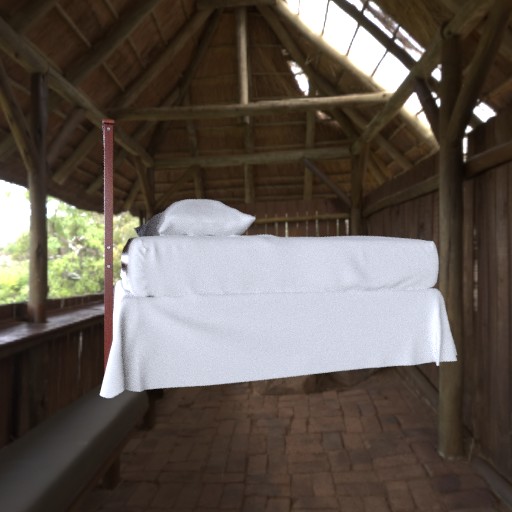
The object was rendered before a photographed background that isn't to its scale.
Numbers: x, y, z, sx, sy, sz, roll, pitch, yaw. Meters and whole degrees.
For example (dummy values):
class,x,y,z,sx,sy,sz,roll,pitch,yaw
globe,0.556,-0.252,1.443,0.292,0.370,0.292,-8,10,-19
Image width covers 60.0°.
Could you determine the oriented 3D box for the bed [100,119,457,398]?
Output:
class,x,y,z,sx,sy,sz,roll,pitch,yaw
bed,0.000,0.000,3.143,2.050,1.270,1.870,0,0,-18
